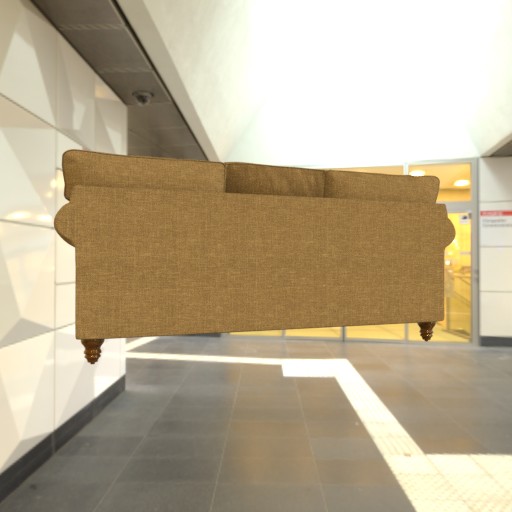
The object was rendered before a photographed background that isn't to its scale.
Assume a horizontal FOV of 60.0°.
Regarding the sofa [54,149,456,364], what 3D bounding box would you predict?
[{"bbox_3d":[0.000,0.000,2.582,2.084,0.961,0.916,0,-1,-18],"label":"sofa"}]
